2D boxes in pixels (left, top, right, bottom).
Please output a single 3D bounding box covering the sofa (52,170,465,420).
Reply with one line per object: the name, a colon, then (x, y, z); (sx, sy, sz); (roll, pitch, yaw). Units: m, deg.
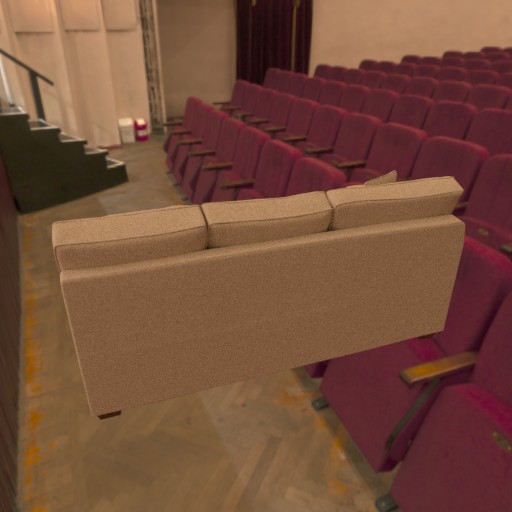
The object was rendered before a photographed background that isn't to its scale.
sofa: (0.000, 0.000, 2.507); (1.962, 0.946, 1.034); (-9, 28, -17)
